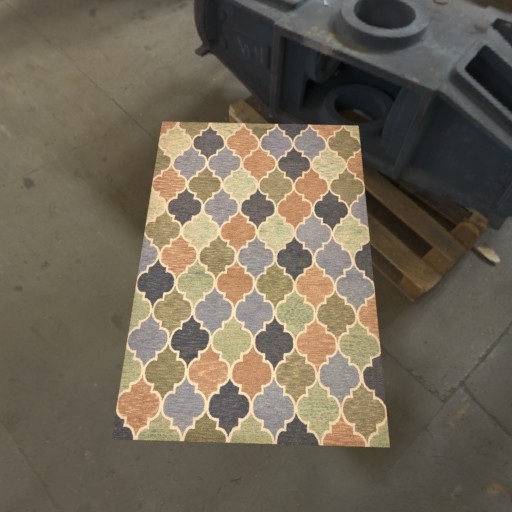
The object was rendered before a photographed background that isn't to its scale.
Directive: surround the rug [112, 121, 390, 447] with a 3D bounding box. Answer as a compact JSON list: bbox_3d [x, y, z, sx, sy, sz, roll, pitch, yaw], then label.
[{"bbox_3d":[0.000,0.000,2.343,1.216,0.006,1.828,1,64,1],"label":"rug"}]
